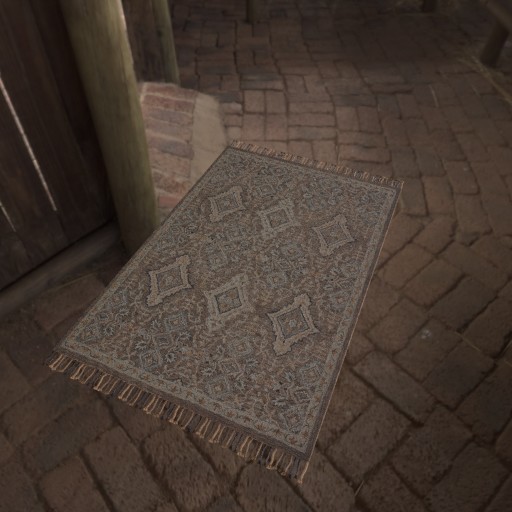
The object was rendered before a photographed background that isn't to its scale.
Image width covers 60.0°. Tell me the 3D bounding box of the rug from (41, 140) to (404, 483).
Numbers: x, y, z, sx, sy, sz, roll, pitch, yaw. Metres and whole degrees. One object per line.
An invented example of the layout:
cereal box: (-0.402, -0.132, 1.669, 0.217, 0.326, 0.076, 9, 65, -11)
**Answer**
rug: (0.000, 0.000, 2.979, 1.516, 0.010, 2.434, 18, 49, 16)
